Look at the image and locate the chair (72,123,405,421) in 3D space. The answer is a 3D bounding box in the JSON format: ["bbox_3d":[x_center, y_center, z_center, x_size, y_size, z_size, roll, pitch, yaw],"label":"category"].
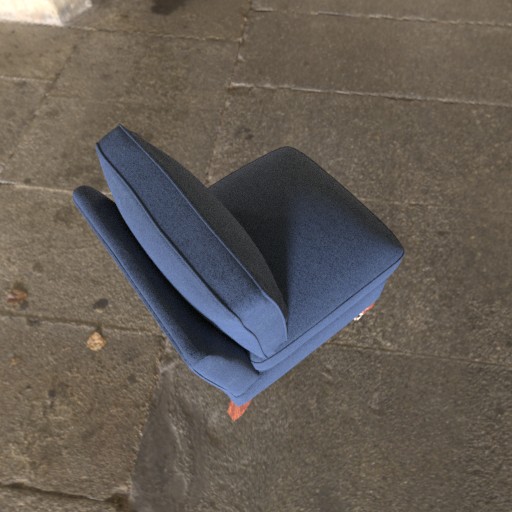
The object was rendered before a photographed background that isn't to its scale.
[{"bbox_3d":[0.000,0.000,1.661,0.912,1.052,0.724,-33,64,-19],"label":"chair"}]
